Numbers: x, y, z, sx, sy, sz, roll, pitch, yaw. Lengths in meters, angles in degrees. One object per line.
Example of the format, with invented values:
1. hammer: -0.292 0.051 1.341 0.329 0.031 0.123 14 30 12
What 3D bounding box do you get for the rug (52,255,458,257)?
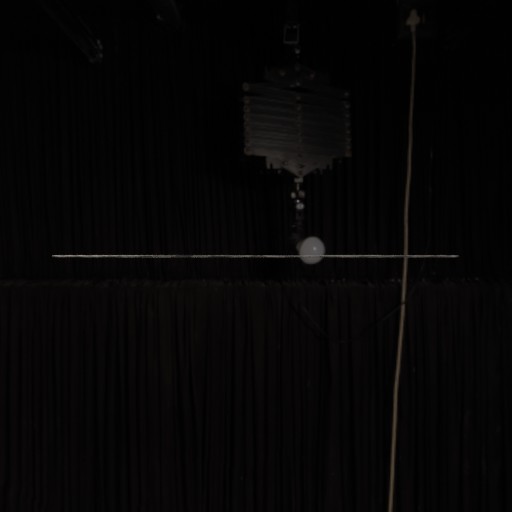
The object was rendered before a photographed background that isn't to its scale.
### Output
1. rug: 0.000 0.000 4.158 2.432 0.013 3.021 0 0 0
